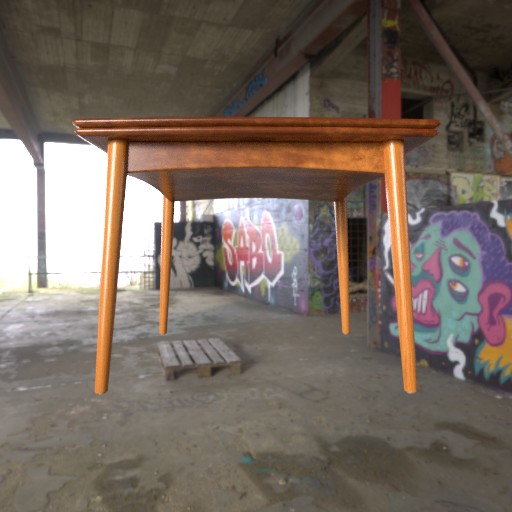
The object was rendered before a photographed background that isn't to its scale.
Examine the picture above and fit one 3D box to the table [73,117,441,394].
[{"bbox_3d":[0.000,0.000,1.661,0.991,0.754,0.991,0,1,0],"label":"table"}]
